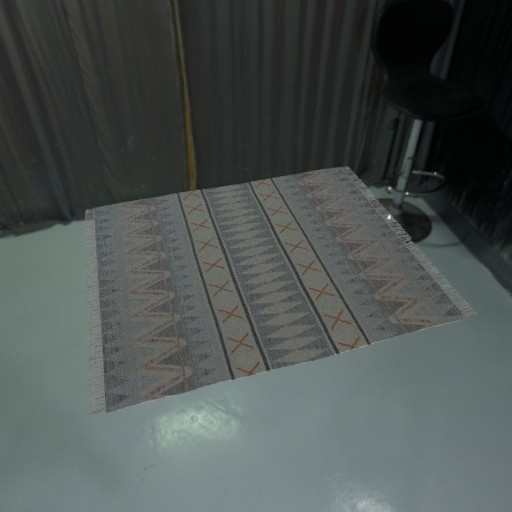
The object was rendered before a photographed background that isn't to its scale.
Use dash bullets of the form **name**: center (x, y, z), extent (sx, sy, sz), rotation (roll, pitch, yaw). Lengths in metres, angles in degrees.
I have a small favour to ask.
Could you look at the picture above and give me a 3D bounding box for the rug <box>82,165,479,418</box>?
- **rug**: center (0.000, 0.000, 4.012), extent (3.000, 0.012, 2.371), rotation (-12, 44, -12)
